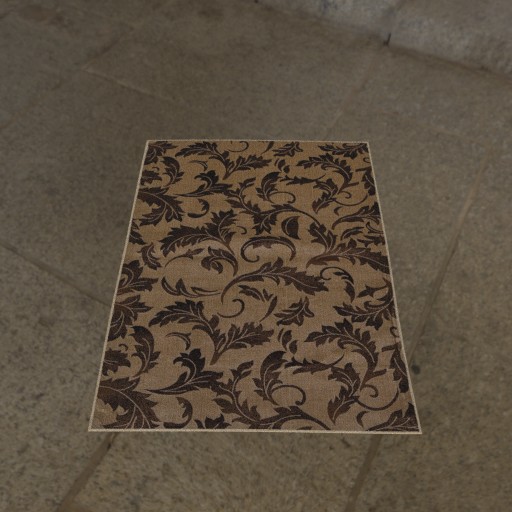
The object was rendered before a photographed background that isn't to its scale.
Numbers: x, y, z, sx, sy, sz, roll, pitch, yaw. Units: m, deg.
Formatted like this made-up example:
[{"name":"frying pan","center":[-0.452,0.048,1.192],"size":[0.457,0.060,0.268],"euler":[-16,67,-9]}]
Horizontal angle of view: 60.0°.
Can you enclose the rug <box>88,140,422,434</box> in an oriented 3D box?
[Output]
[{"name":"rug","center":[0.000,0.000,3.944],"size":[2.380,0.008,2.977],"euler":[0,57,0]}]
